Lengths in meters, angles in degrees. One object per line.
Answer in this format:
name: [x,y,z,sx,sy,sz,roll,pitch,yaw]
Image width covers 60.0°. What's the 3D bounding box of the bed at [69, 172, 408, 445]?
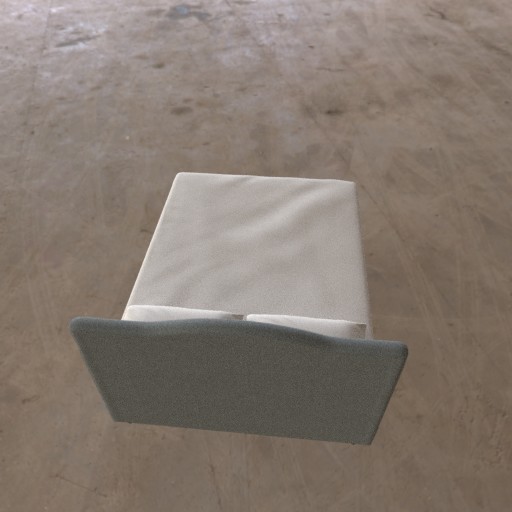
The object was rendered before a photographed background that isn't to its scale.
bed: [0.000,0.000,4.009,2.161,1.457,2.689,4,45,4]
